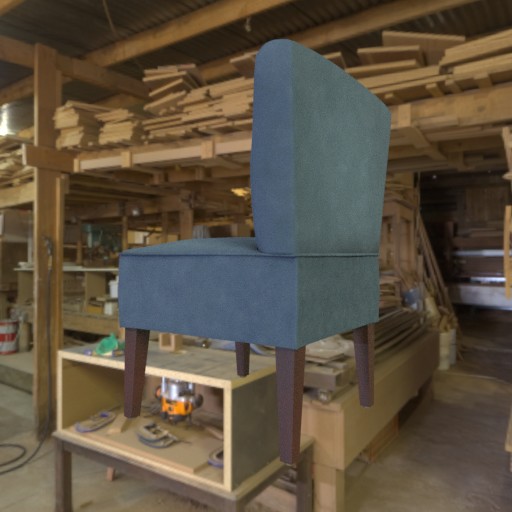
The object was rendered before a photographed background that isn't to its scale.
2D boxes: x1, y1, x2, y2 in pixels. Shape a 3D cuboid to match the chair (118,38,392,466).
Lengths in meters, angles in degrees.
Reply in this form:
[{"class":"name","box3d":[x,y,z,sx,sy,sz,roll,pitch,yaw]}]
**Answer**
[{"class":"chair","box3d":[0.000,0.000,1.147,0.551,0.806,0.521,0,0,36]}]
